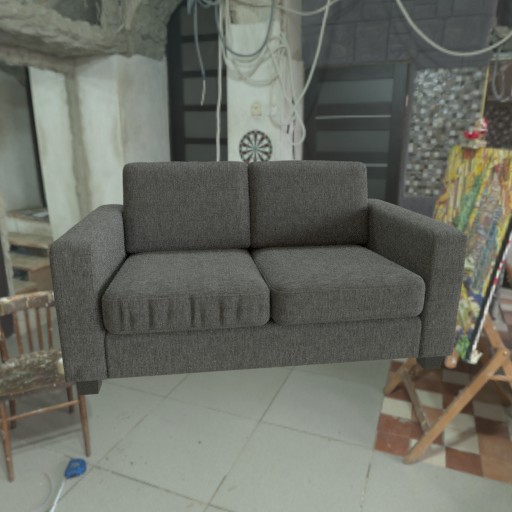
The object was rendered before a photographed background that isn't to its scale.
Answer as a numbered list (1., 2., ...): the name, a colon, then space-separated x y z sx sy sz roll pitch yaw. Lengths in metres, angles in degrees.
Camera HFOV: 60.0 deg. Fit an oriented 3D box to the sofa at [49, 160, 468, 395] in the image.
1. sofa: 0.000 0.000 1.979 1.520 0.800 0.900 -2 16 -7
